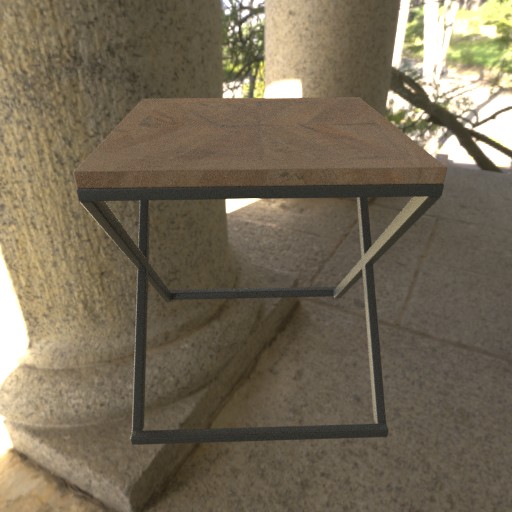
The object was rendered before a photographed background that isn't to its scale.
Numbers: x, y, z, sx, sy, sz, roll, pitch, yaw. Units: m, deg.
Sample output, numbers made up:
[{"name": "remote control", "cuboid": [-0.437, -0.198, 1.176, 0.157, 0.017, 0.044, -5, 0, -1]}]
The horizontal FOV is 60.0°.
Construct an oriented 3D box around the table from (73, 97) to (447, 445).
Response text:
[{"name": "table", "cuboid": [0.000, 0.000, 0.937, 0.499, 0.550, 0.498, -1, 30, -2]}]
